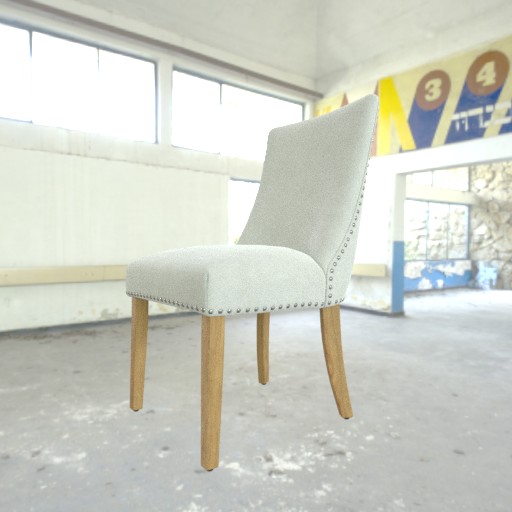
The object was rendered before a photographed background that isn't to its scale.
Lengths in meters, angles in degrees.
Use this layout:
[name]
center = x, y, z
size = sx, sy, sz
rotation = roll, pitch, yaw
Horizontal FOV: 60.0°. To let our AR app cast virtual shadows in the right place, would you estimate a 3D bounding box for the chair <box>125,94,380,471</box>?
[chair]
center = 0.000, 0.000, 1.273
size = 0.610, 0.902, 0.495
rotation = -1, 2, -36
